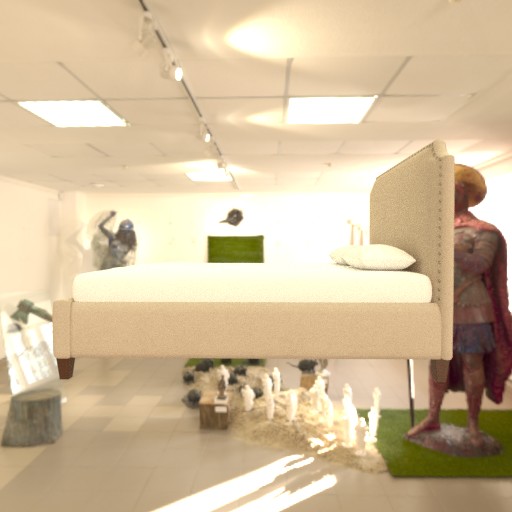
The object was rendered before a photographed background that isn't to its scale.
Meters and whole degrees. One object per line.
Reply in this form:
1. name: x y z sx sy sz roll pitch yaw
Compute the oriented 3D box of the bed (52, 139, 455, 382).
1. bed: 0.000 0.000 3.411 2.372 1.443 1.713 0 1 1
